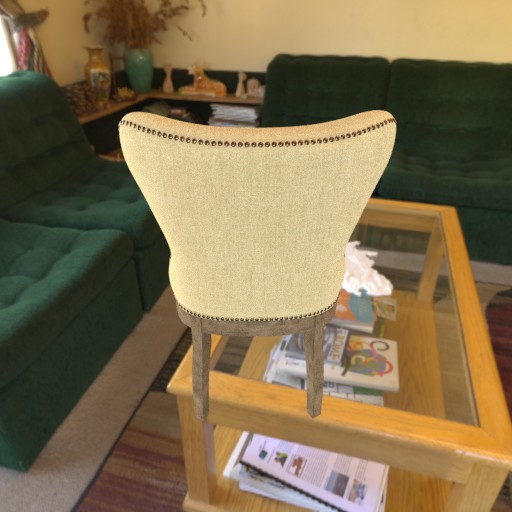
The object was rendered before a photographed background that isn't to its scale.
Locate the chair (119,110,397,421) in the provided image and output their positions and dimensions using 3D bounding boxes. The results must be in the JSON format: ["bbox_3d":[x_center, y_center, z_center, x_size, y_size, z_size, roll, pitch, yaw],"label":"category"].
[{"bbox_3d":[0.000,0.000,1.439,0.654,1.002,0.681,-1,31,-2],"label":"chair"}]
